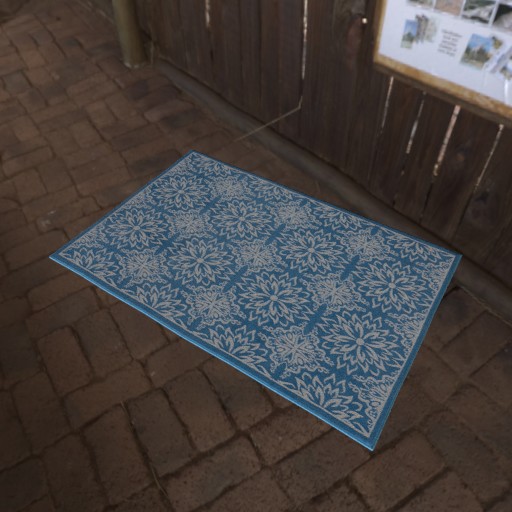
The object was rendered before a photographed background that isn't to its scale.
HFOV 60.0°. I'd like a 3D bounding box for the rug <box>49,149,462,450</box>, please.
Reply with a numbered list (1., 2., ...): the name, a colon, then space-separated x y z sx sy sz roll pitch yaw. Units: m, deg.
1. rug: 0.000 0.000 3.561 2.769 0.018 1.830 25 52 22
